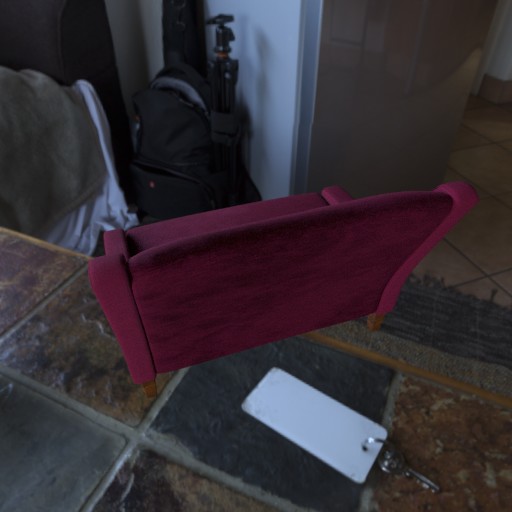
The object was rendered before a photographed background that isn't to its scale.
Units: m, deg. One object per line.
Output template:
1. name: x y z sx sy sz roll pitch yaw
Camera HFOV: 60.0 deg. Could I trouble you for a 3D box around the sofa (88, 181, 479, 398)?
1. sofa: 0.000 0.000 1.927 1.242 0.976 0.946 -13 43 -15
